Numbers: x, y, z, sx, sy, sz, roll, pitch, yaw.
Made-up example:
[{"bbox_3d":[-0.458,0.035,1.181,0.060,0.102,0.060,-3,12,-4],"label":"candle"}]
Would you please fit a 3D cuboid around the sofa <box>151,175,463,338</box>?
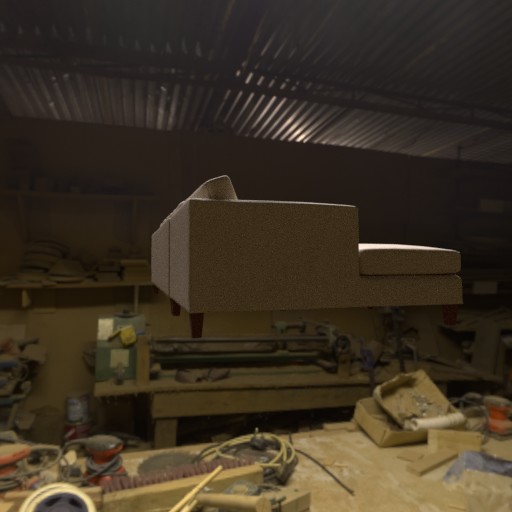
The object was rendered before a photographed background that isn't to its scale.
[{"bbox_3d":[0.000,0.000,3.892,1.625,0.846,3.186,0,-1,-16],"label":"sofa"}]
